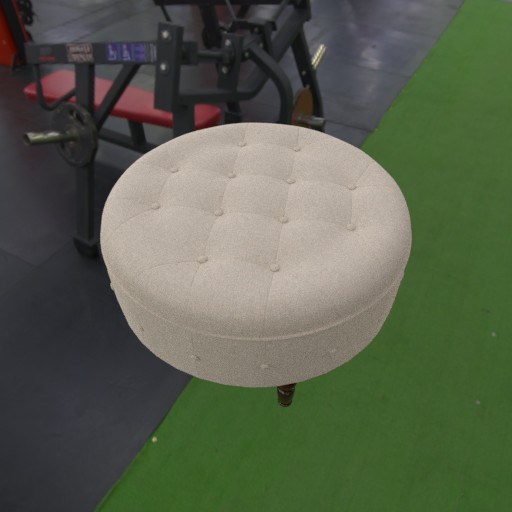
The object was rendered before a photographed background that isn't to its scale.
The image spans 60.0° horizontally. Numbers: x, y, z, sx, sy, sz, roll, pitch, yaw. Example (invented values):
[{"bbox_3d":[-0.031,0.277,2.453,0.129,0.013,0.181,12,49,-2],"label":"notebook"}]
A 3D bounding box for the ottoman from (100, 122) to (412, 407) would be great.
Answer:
[{"bbox_3d":[0.000,0.000,1.363,0.848,0.494,0.848,0,45,0],"label":"ottoman"}]
